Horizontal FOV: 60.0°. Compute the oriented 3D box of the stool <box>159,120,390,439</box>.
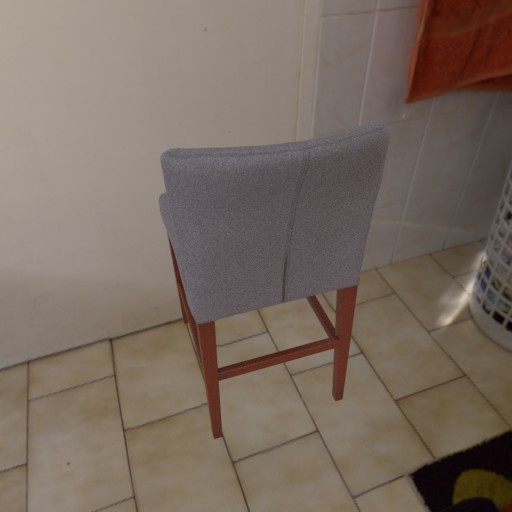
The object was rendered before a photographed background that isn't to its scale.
[{"bbox_3d":[0.000,0.000,1.290,0.481,0.968,0.568,-12,43,-14],"label":"stool"}]
